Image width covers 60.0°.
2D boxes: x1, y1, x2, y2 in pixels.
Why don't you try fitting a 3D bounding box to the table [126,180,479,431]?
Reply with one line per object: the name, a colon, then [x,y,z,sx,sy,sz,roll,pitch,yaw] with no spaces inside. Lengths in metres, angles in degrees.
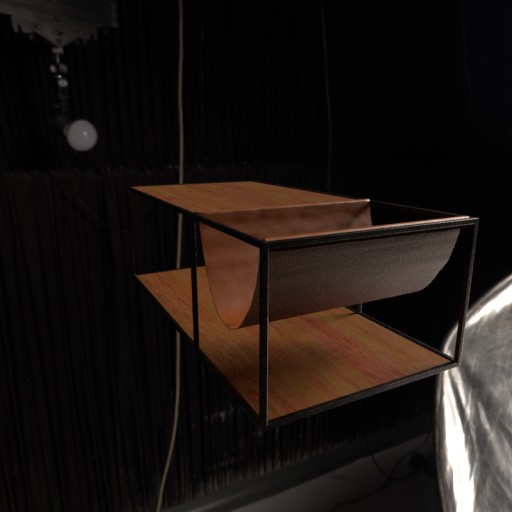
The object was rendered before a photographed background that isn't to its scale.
table: [0.000,0.000,1.507,0.597,0.403,1.199,-7,16,-27]
